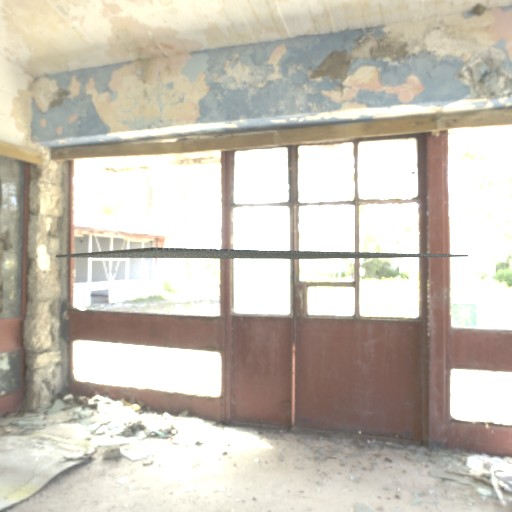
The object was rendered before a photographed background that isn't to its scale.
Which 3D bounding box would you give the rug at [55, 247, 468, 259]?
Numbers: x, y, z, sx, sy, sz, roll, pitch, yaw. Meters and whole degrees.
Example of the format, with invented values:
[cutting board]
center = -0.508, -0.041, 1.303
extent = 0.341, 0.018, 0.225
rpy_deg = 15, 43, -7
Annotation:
[rug]
center = 0.000, 0.000, 4.176
extent = 3.042, 0.021, 2.456
rpy_deg = 1, -1, -35
